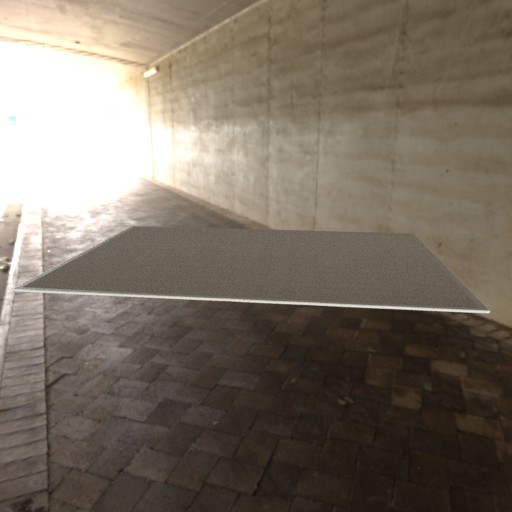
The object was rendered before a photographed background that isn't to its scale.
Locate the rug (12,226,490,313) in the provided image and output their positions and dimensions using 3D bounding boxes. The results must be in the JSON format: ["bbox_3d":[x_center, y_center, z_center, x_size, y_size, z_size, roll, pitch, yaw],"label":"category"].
[{"bbox_3d":[0.000,0.000,2.780,2.244,0.017,1.532,2,16,7],"label":"rug"}]
